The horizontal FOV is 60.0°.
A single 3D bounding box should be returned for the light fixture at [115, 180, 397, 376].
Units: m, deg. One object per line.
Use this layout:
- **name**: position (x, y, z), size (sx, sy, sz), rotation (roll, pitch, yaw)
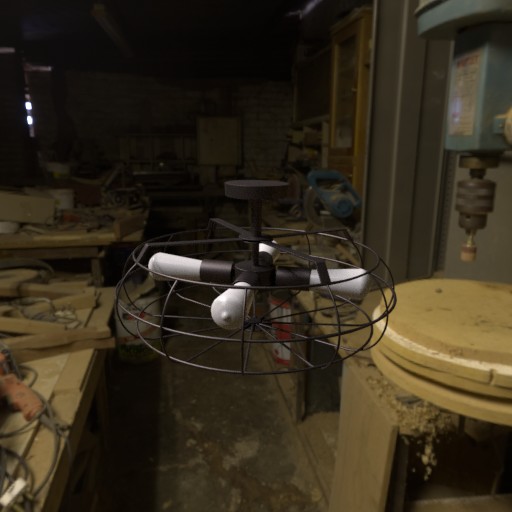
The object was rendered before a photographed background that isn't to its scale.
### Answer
- **light fixture**: position (0.000, 0.000, 0.942), size (0.582, 0.311, 0.582), rotation (0, 15, 0)
